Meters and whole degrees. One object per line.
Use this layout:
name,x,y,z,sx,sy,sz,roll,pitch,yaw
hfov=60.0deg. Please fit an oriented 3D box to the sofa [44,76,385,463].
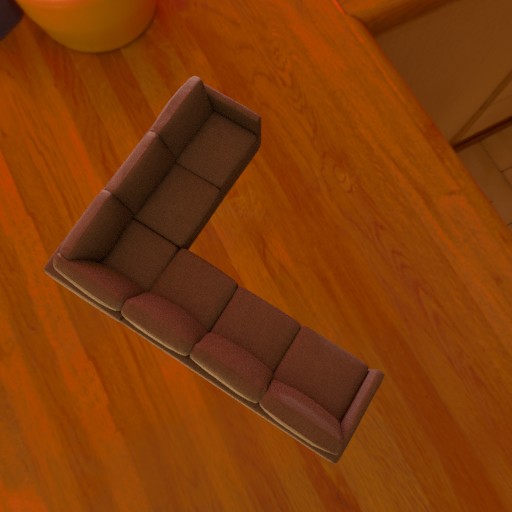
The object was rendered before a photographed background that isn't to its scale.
sofa,0.000,0.000,4.552,3.302,0.947,2.593,31,78,8
